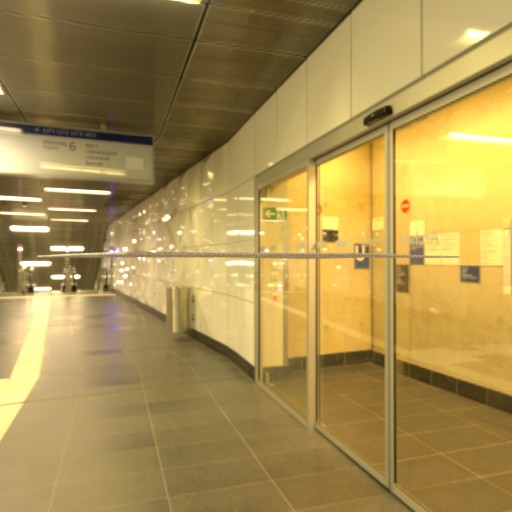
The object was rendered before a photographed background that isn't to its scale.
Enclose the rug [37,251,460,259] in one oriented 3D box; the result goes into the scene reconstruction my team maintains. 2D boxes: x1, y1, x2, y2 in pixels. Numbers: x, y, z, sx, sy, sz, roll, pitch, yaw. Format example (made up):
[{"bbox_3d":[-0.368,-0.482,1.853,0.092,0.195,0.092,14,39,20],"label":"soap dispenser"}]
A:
[{"bbox_3d":[0.000,0.000,2.261,1.820,0.022,1.179,0,-1,-37],"label":"rug"}]
